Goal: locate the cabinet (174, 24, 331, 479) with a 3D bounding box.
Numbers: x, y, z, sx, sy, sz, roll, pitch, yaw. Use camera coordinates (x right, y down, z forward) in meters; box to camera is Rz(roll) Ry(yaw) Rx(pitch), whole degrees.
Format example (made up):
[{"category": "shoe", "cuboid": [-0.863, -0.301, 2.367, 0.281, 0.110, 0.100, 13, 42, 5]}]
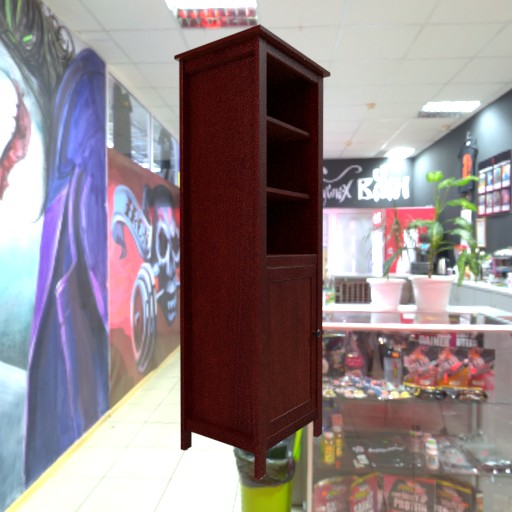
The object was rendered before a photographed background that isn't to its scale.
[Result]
[{"category": "cabinet", "cuboid": [0.000, 0.000, 1.773, 0.401, 1.518, 0.500, 1, 2, 36]}]
